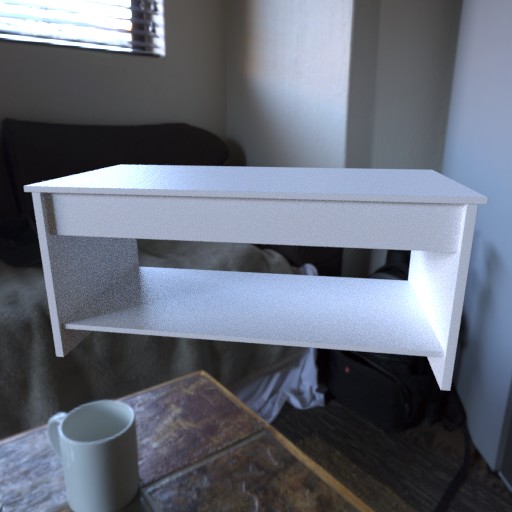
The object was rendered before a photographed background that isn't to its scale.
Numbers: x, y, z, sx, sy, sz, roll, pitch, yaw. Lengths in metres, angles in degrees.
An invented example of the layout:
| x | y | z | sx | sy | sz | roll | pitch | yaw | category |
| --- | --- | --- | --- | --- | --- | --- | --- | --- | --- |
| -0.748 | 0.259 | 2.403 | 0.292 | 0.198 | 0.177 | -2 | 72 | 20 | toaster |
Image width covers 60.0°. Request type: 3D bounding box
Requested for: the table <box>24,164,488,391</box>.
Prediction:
| x | y | z | sx | sy | sz | roll | pitch | yaw | category |
| --- | --- | --- | --- | --- | --- | --- | --- | --- | --- |
| 0.000 | 0.000 | 1.242 | 1.000 | 0.441 | 0.500 | 3 | 17 | 9 | table |
